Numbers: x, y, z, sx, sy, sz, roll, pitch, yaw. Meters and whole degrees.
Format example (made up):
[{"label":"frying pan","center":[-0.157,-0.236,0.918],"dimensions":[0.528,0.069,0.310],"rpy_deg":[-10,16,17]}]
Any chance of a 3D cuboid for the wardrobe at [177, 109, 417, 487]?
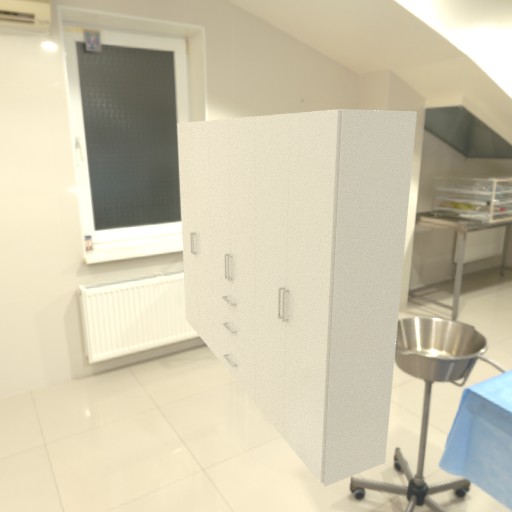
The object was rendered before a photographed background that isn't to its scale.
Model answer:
[{"label":"wardrobe","center":[0.000,0.000,4.002],"dimensions":[0.580,2.360,3.000],"rpy_deg":[-7,17,-25]}]
